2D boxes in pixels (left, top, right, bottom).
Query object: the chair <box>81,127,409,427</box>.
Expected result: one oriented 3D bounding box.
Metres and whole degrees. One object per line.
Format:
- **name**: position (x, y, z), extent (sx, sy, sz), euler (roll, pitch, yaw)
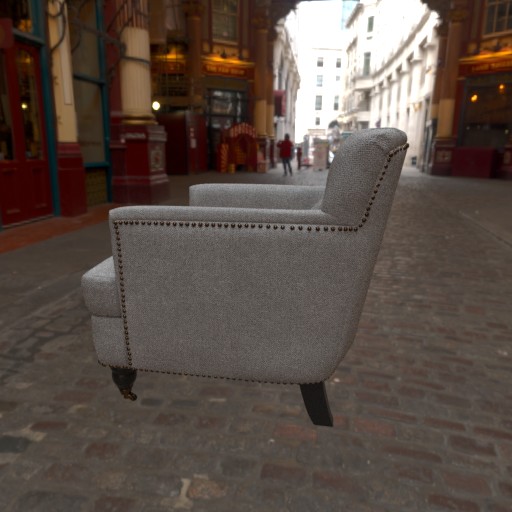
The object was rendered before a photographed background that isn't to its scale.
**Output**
- **chair**: position (0.000, 0.000, 1.502), extent (0.902, 0.823, 0.737), euler (3, 15, 10)
